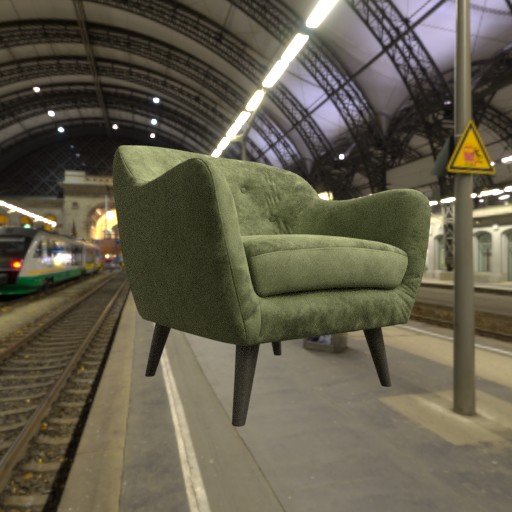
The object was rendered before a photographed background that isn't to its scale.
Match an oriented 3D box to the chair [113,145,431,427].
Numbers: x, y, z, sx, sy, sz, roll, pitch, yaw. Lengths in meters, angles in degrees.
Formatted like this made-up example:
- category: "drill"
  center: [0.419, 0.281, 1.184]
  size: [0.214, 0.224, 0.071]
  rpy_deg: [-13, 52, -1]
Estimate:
- category: "chair"
  center: [0.000, 0.000, 1.468]
  size: [0.840, 0.804, 0.819]
  rpy_deg: [0, 0, -36]
